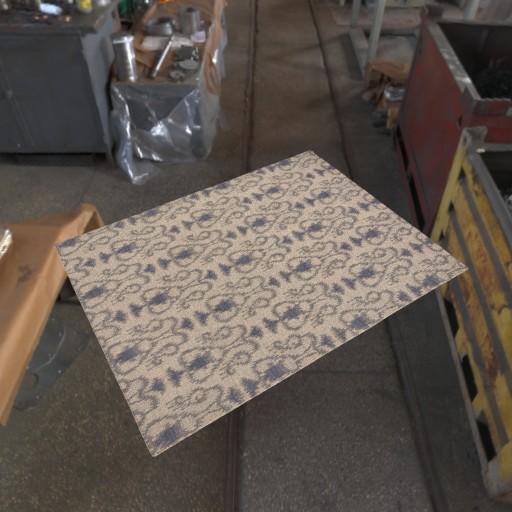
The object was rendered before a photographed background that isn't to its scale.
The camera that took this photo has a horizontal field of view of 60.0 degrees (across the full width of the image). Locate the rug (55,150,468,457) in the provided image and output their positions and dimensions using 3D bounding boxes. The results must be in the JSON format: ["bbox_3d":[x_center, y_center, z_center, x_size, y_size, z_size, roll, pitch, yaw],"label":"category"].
[{"bbox_3d":[0.000,0.000,4.282,3.205,0.015,2.437,-25,50,-22],"label":"rug"}]
